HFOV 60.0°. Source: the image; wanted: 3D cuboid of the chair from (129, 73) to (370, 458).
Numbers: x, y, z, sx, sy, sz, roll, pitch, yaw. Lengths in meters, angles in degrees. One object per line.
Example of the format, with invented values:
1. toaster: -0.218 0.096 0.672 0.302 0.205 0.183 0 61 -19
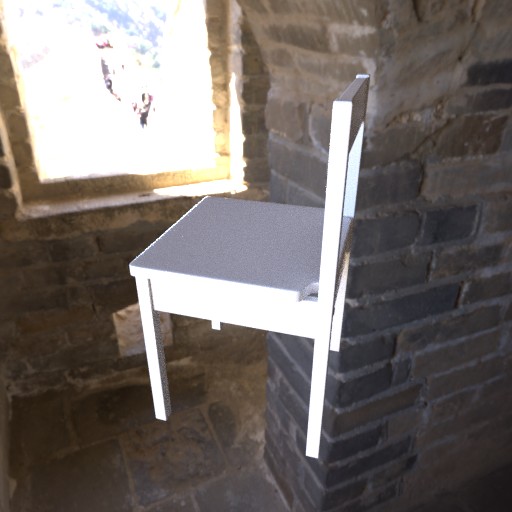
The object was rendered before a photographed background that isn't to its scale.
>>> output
1. chair: 0.000 0.000 0.905 0.361 0.668 0.367 8 29 14
